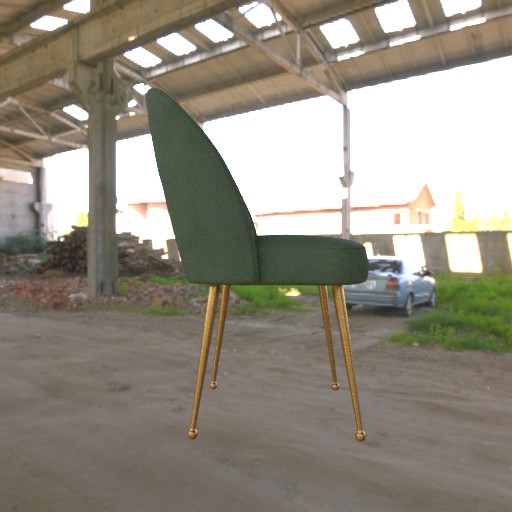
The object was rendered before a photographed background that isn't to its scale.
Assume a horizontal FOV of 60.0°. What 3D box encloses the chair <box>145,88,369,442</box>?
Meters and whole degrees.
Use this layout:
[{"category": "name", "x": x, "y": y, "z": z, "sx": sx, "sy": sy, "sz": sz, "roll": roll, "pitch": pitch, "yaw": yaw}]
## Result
[{"category": "chair", "x": 0.000, "y": 0.000, "z": 1.235, "sx": 0.577, "sy": 0.860, "sz": 0.527, "roll": 0, "pitch": 0, "yaw": 2}]
